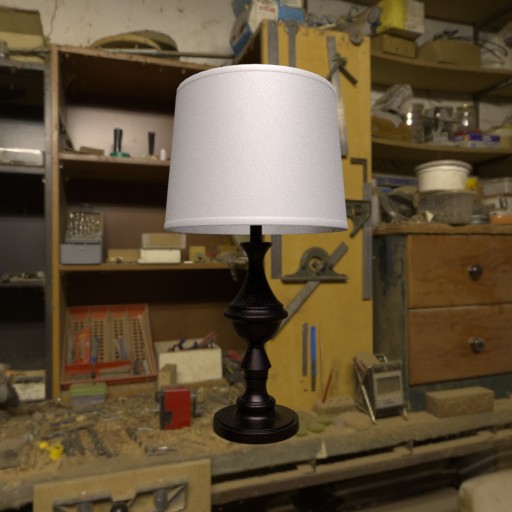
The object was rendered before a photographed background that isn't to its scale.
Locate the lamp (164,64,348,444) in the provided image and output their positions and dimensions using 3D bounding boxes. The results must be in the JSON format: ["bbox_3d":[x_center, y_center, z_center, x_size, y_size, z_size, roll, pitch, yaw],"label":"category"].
[{"bbox_3d":[0.000,0.000,0.943,0.383,0.726,0.383,0,0,0],"label":"lamp"}]
